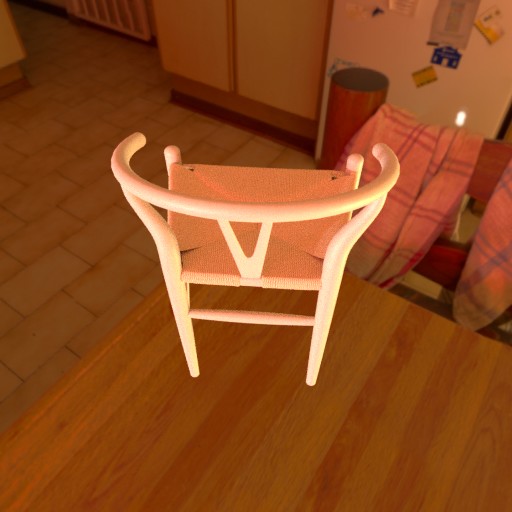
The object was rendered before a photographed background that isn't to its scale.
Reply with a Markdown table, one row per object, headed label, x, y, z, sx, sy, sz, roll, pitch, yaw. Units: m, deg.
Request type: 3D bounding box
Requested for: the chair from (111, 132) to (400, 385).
| label | x | y | z | sx | sy | sz | roll | pitch | yaw |
| --- | --- | --- | --- | --- | --- | --- | --- | --- | --- |
| chair | 0.000 | 0.000 | 1.070 | 0.533 | 0.736 | 0.500 | 3 | 48 | 3 |
